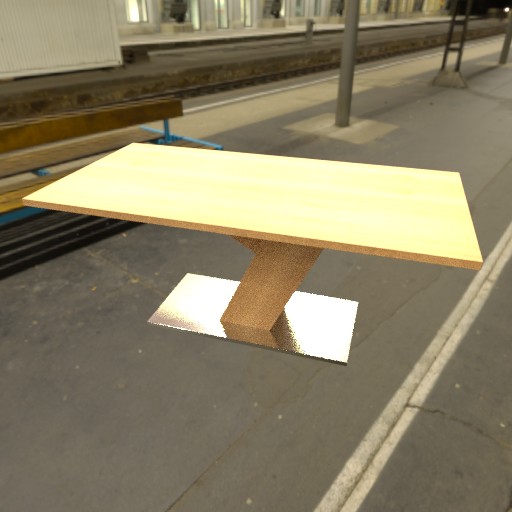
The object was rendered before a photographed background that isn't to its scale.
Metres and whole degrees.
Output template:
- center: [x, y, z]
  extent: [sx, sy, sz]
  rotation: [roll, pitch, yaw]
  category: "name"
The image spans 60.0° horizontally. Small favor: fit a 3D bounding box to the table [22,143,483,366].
- center: [0.000, 0.000, 2.209]
  extent: [1.800, 0.750, 0.900]
  rotation: [9, 31, 15]
  category: "table"
